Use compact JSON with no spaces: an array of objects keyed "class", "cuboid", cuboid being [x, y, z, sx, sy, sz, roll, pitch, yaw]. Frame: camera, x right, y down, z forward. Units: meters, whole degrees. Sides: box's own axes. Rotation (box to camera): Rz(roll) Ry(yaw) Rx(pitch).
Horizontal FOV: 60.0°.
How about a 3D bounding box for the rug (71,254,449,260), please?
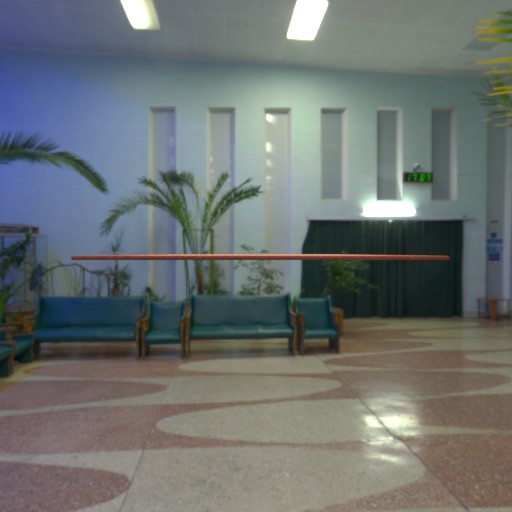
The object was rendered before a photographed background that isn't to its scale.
[{"class":"rug","cuboid":[0.000,0.000,2.338,1.219,0.014,1.829,0,0,-1]}]
